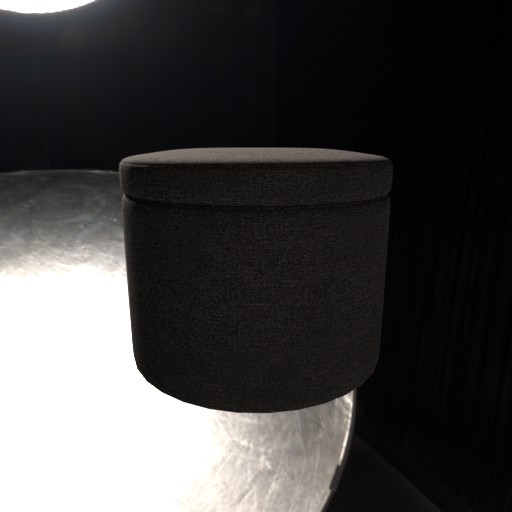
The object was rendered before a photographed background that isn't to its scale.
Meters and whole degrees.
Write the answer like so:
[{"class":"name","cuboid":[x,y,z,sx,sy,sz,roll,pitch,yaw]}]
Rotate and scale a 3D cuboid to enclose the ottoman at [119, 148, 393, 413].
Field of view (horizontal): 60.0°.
[{"class":"ottoman","cuboid":[0.000,0.000,0.887,0.500,0.419,0.500,0,14,0]}]
